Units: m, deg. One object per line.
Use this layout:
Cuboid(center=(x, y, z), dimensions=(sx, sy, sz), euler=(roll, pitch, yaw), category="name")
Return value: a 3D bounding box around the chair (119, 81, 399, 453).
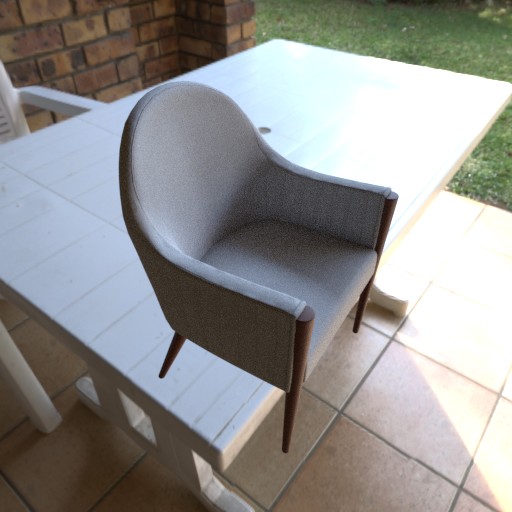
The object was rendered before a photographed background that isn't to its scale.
Cuboid(center=(0.000, 0.000, 1.318), dimensions=(0.620, 0.889, 0.610), euler=(22, 45, 24), category="chair")
